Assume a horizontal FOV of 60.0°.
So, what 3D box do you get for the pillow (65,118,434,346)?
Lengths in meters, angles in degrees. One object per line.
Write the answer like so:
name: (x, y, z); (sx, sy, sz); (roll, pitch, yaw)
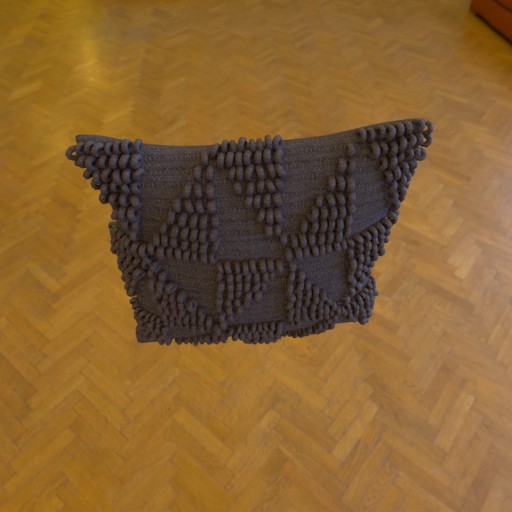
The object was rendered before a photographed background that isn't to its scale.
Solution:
pillow: (0.000, 0.000, 0.721); (0.470, 0.467, 0.172); (-5, 48, -4)
